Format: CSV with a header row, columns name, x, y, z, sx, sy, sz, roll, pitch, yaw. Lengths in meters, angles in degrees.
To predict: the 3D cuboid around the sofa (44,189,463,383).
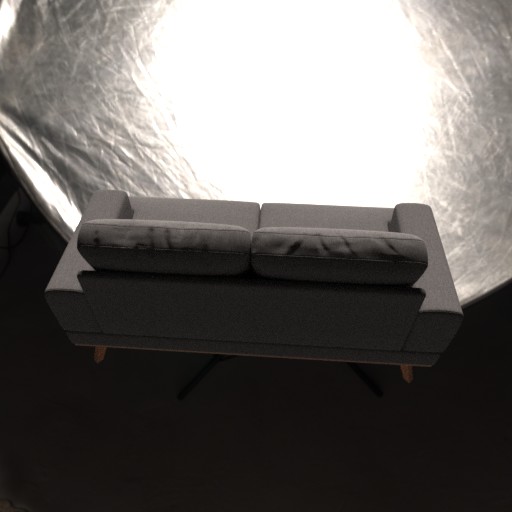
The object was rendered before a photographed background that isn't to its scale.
name,x,y,z,sx,sy,sz,roll,pitch,yaw
sofa,0.000,0.000,2.055,1.650,0.810,0.785,3,48,3
